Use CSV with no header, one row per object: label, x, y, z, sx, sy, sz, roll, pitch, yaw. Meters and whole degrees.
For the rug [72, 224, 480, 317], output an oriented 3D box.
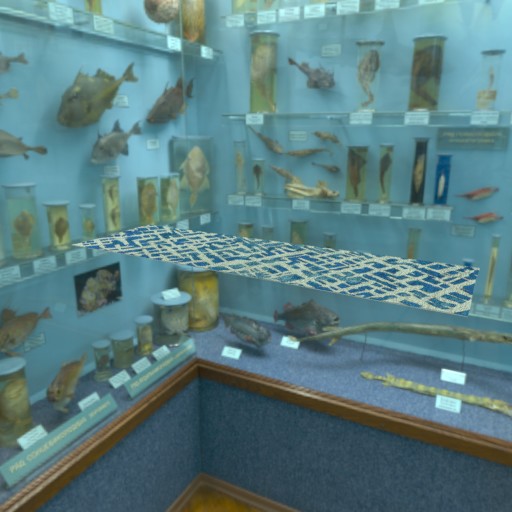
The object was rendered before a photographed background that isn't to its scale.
rug,0.000,0.000,2.736,2.446,0.011,0.768,9,18,28
